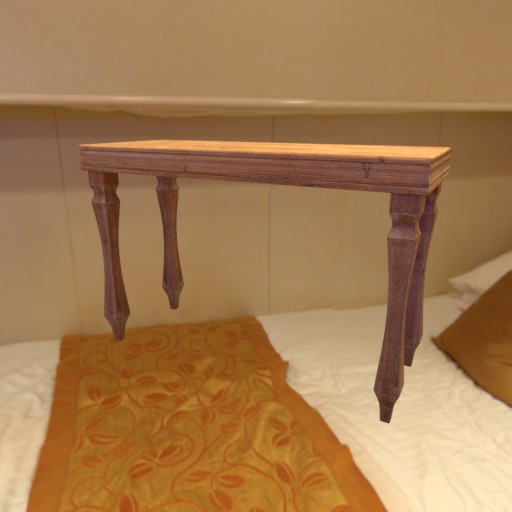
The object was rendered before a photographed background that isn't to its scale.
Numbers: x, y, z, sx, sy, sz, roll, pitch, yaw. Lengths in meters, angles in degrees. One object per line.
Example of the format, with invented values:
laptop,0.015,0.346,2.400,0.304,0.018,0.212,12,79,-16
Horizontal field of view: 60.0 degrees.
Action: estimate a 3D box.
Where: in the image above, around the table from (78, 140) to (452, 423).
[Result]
table,0.000,0.000,1.811,1.330,0.873,0.522,9,19,27
